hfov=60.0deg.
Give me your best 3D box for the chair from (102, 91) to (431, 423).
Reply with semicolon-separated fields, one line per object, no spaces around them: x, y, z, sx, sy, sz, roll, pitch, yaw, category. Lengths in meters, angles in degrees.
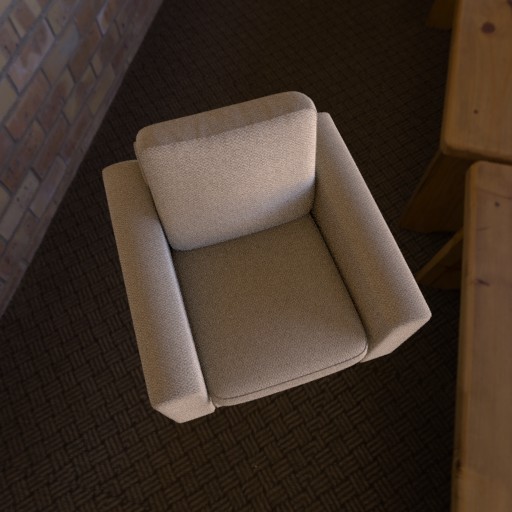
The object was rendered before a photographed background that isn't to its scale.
0.000;0.000;1.771;1.005;0.873;1.016;-16;66;-8;chair
